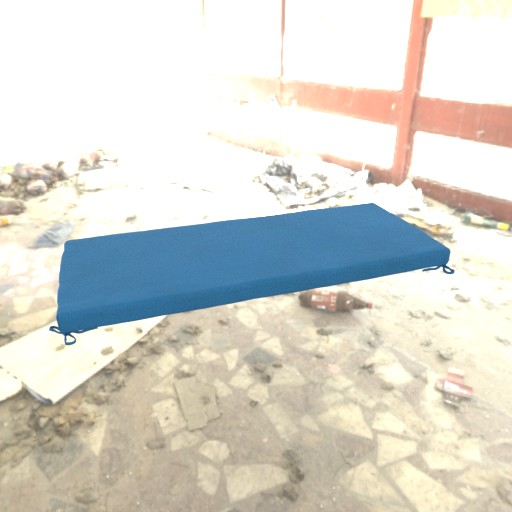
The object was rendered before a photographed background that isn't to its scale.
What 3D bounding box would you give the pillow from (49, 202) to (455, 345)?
[{"bbox_3d":[0.000,0.000,1.395,1.187,0.081,0.492,-9,28,-16],"label":"pillow"}]
